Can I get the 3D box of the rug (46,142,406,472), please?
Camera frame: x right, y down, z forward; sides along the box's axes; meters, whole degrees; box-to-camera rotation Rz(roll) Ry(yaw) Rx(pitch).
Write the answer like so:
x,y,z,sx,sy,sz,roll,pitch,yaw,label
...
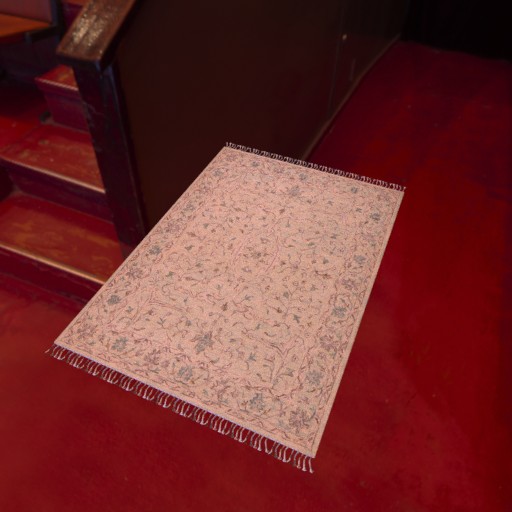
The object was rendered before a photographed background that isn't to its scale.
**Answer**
x,y,z,sx,sy,sz,roll,pitch,yaw,label
0.000,0.000,2.326,1.247,0.008,1.802,18,50,16,rug
